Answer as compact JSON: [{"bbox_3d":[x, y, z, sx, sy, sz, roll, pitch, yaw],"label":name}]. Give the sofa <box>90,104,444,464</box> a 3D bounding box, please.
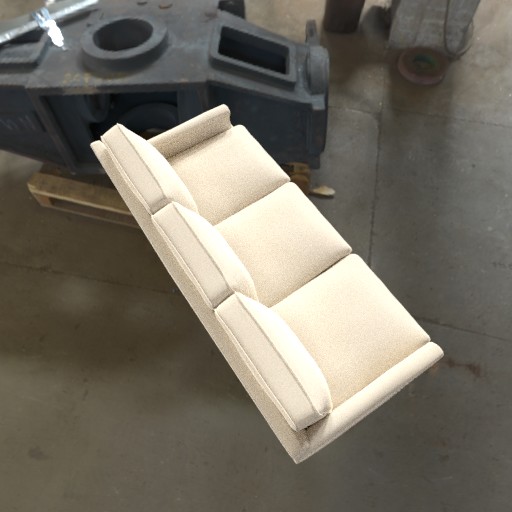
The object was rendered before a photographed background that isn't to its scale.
[{"bbox_3d":[0.000,0.000,2.787,1.084,1.003,2.246,-30,66,-15],"label":"sofa"}]
